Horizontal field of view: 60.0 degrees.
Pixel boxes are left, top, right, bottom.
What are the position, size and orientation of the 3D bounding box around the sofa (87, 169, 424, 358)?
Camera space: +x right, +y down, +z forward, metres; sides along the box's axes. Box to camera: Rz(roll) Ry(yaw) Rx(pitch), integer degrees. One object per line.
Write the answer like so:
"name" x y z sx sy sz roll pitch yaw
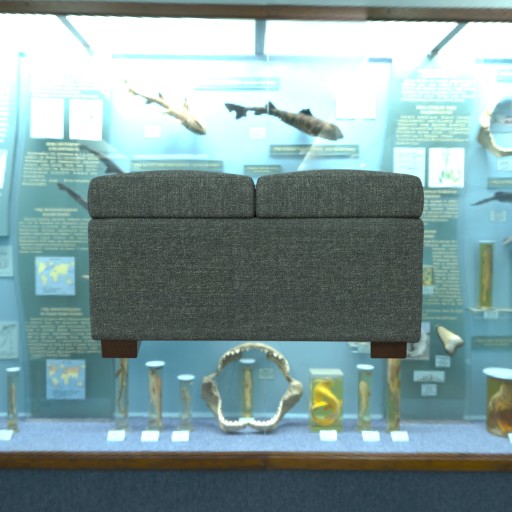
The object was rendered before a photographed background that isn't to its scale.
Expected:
"sofa" 0.000 0.000 1.559 0.782 0.417 1.198 0 1 1
